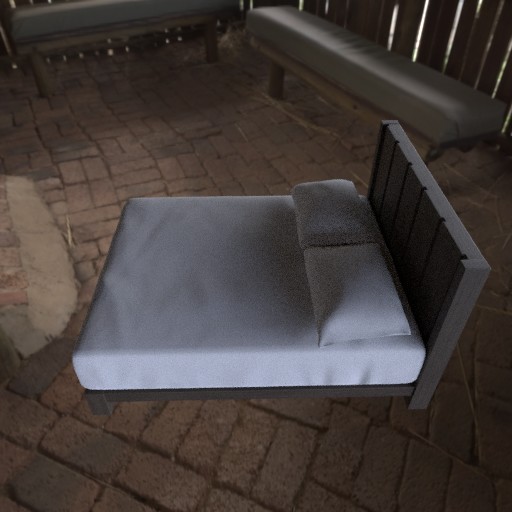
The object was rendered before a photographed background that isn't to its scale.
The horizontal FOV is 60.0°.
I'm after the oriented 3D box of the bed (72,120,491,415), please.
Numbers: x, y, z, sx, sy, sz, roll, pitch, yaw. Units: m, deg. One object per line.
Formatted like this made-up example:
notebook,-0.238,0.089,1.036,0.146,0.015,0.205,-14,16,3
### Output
bed,0.000,0.000,3.197,2.242,1.270,1.727,-1,41,-1
